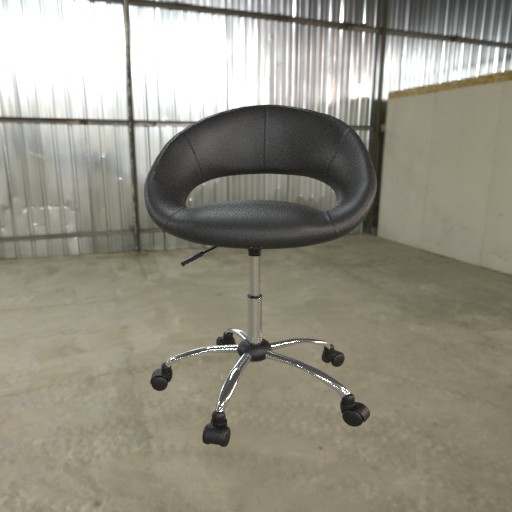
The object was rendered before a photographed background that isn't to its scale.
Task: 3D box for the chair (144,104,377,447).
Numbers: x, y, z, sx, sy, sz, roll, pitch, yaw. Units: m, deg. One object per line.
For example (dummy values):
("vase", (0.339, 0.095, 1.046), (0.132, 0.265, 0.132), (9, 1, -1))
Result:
("chair", (0.000, 0.000, 1.167), (0.612, 0.791, 0.538), (2, 15, 8))
